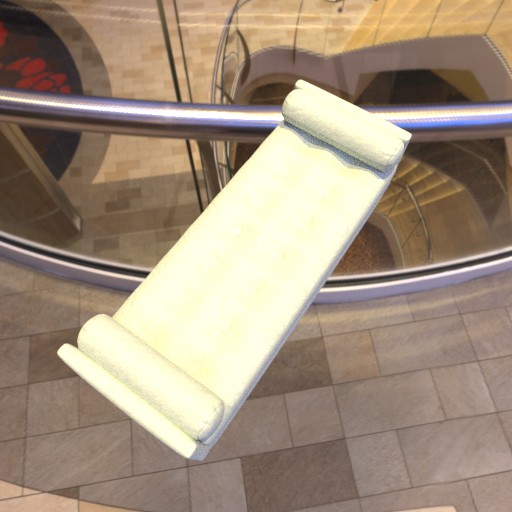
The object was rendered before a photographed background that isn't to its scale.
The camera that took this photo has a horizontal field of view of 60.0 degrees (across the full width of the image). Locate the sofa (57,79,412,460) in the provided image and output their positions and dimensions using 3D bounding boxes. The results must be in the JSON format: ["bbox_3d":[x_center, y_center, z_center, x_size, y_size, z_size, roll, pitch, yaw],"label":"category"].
[{"bbox_3d":[0.000,0.000,2.542,0.796,0.705,2.102,32,69,14],"label":"sofa"}]
